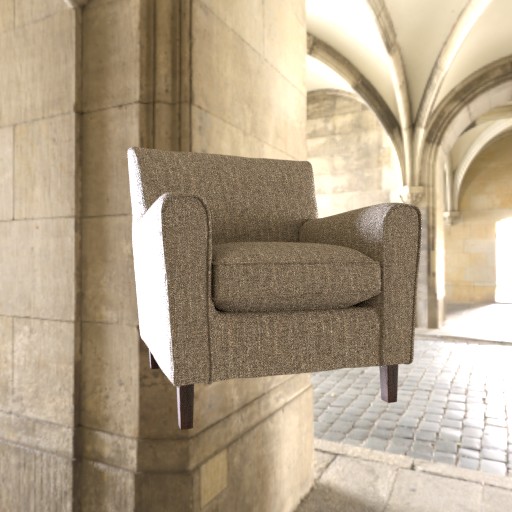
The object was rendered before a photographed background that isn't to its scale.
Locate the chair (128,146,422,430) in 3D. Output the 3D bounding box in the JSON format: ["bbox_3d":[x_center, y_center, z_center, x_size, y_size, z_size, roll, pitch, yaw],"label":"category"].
[{"bbox_3d":[0.000,0.000,1.634,0.864,0.928,0.873,0,0,-20],"label":"chair"}]
